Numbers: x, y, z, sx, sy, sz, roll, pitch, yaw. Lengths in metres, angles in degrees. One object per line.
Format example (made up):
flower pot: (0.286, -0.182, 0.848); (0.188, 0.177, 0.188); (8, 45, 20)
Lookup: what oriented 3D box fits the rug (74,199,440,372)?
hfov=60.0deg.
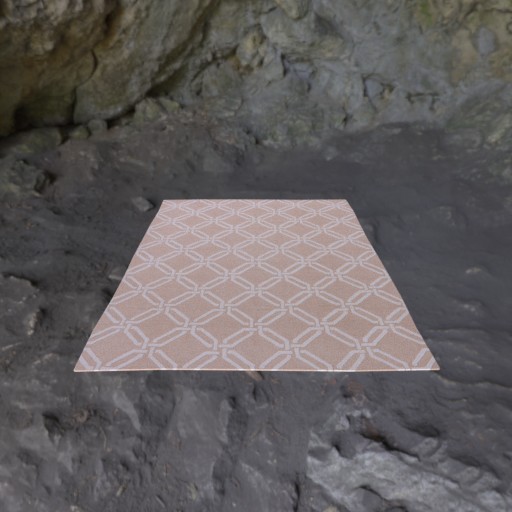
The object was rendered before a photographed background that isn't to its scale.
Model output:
rug: (0.000, 0.000, 4.417); (2.452, 0.020, 3.365); (0, 27, 0)
